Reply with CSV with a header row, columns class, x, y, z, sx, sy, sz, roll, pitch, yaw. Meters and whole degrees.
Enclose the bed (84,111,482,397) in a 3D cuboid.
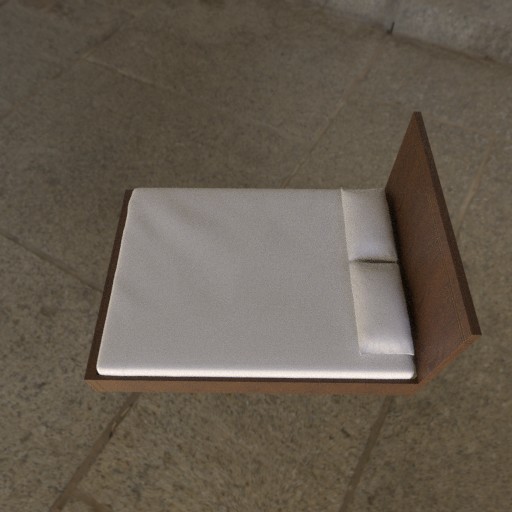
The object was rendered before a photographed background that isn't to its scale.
class,x,y,z,sx,sy,sz,roll,pitch,yaw
bed,0.000,0.000,3.086,2.221,1.169,1.613,1,58,0
